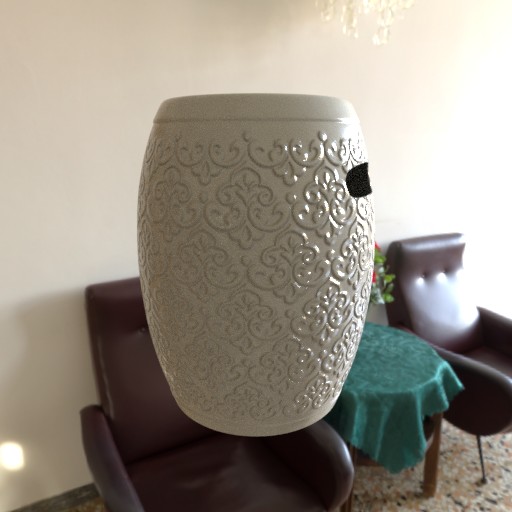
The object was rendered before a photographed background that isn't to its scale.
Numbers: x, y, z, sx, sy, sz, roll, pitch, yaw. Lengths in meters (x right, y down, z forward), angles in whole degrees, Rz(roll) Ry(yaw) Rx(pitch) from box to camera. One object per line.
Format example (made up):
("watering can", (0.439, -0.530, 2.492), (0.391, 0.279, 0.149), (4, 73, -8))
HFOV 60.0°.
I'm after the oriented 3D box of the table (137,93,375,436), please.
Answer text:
("table", (0.000, 0.000, 0.600), (0.309, 0.397, 0.309), (0, 15, 0))
